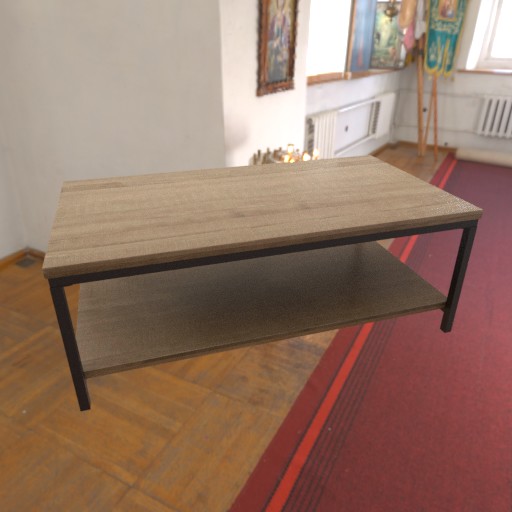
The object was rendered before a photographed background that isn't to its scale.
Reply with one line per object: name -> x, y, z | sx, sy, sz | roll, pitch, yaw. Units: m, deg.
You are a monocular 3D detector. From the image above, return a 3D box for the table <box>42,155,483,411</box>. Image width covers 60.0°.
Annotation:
table -> 0.000, 0.000, 1.347 | 1.062, 0.393, 0.574 | -8, 29, -15
